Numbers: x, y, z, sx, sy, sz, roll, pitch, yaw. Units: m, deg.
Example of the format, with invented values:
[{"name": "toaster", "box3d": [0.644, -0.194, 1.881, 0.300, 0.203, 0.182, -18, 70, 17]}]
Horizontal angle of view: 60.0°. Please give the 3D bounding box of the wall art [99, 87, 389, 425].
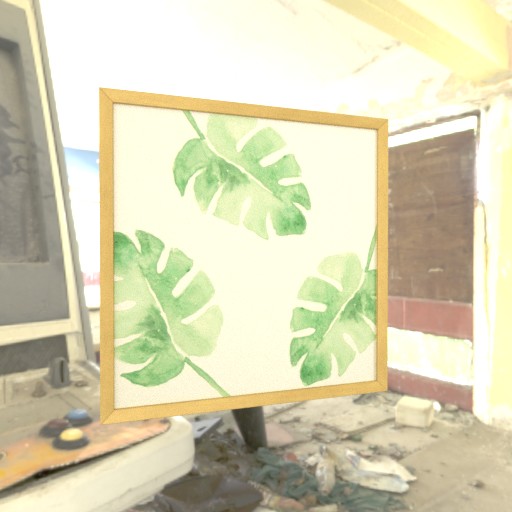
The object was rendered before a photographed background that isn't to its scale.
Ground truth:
[{"name": "wall art", "box3d": [0.000, 0.000, 0.764, 0.508, 0.508, 0.038, 0, 1, -19]}]
